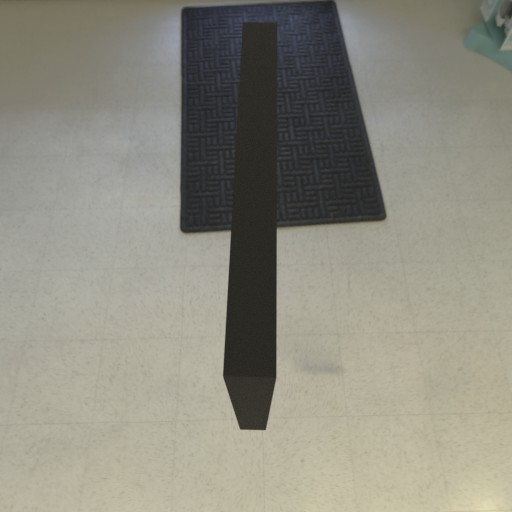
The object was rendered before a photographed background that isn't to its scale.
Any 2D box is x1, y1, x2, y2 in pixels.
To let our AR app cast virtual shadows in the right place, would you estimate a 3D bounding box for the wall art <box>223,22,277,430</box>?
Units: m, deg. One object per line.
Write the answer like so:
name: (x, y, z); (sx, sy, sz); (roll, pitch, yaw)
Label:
wall art: (0.000, 0.000, 0.458); (0.030, 0.305, 0.308); (1, 63, 1)
